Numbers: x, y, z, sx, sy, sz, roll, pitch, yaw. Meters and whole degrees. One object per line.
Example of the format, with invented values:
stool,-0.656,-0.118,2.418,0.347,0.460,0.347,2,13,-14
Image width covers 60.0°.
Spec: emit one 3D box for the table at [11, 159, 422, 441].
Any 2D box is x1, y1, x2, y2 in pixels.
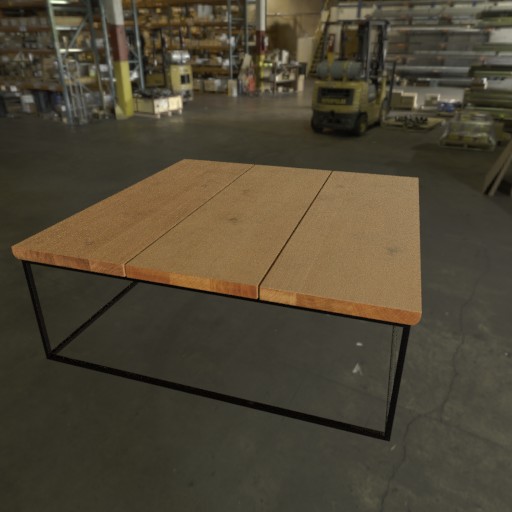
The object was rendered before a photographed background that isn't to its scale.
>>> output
table,0.000,0.000,1.659,1.100,0.400,1.100,8,27,16
